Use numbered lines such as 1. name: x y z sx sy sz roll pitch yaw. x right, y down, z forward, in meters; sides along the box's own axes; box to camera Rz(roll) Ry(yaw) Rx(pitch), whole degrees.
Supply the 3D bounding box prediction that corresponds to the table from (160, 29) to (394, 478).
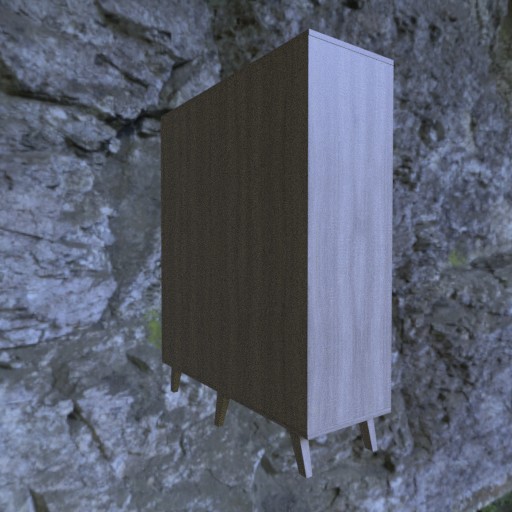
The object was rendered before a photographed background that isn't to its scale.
1. table: 0.000 0.000 1.909 0.398 1.388 1.111 -1 2 -35
